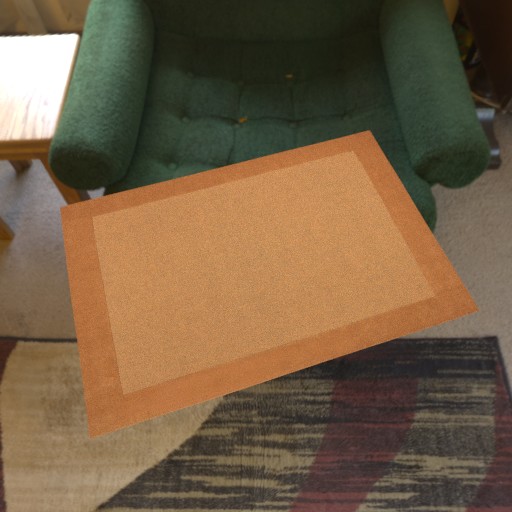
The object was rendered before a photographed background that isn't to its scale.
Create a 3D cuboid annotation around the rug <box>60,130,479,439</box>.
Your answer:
[{"bbox_3d":[0.000,0.000,2.241,1.829,0.014,1.219,-16,62,-9],"label":"rug"}]
